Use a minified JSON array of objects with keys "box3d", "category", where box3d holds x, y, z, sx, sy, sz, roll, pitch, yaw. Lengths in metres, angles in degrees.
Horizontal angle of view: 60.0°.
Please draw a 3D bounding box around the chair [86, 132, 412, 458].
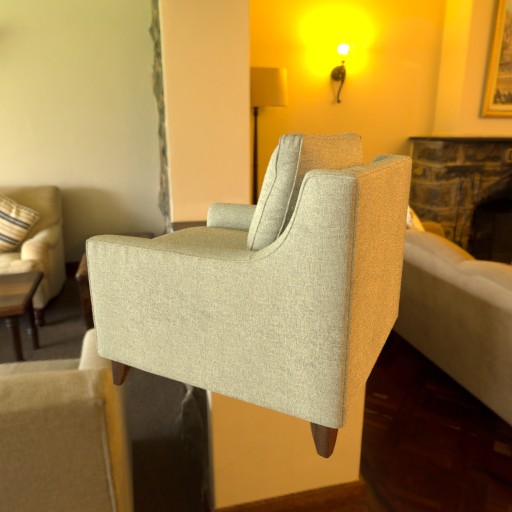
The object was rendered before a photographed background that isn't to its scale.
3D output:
[{"box3d":[0.000,0.000,1.610,0.918,0.864,0.838,8,18,26],"category":"chair"}]
